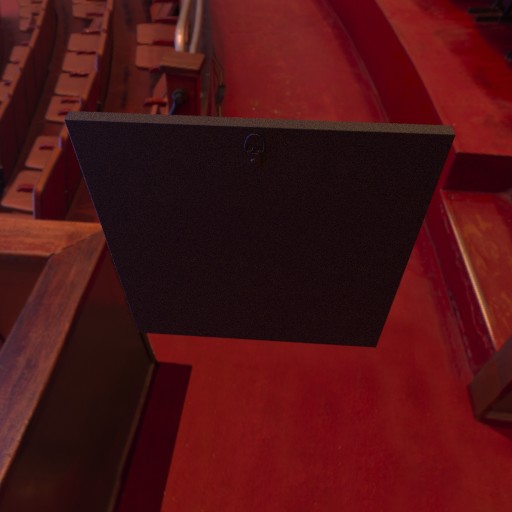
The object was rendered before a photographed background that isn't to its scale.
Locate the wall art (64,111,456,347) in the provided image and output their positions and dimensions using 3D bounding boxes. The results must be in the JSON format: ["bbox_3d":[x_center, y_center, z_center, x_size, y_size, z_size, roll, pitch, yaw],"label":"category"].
[{"bbox_3d":[0.000,0.000,1.212,0.805,0.807,0.043,3,47,3],"label":"wall art"}]
